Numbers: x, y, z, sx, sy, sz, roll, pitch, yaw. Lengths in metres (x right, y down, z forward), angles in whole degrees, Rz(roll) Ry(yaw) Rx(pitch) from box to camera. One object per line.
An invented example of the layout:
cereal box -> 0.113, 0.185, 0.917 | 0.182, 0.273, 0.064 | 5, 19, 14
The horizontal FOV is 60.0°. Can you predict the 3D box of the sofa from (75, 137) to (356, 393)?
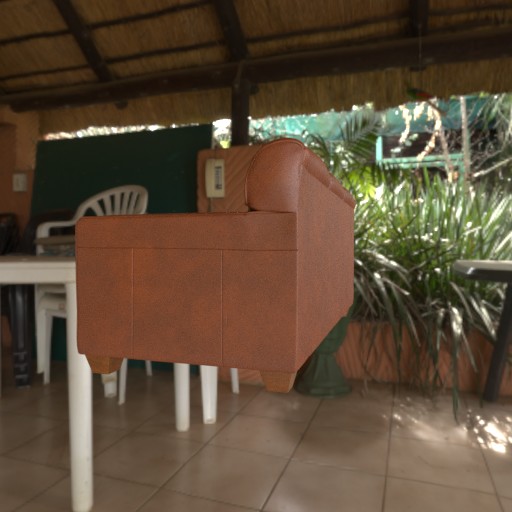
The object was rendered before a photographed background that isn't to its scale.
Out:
sofa -> 0.000, 0.000, 2.640 | 1.008, 0.953, 2.039 | 0, 1, 18
